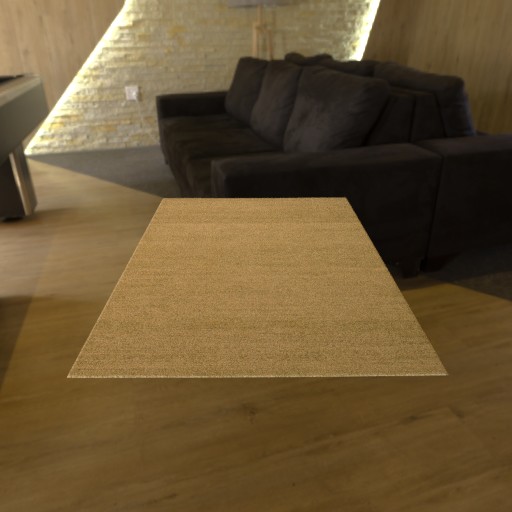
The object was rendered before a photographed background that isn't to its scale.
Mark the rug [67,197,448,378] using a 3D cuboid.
[{"bbox_3d":[0.000,0.000,4.984,2.782,0.025,3.935,0,27,0],"label":"rug"}]
